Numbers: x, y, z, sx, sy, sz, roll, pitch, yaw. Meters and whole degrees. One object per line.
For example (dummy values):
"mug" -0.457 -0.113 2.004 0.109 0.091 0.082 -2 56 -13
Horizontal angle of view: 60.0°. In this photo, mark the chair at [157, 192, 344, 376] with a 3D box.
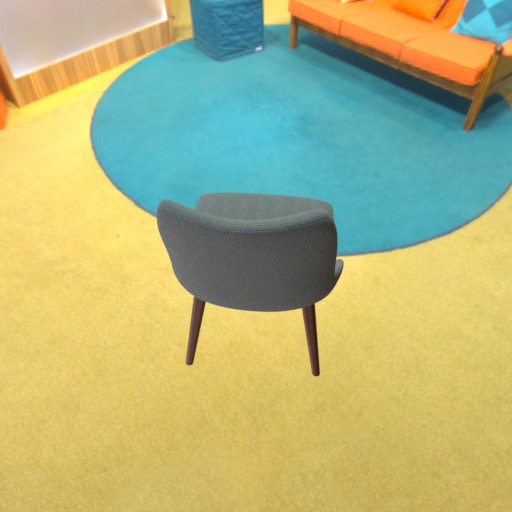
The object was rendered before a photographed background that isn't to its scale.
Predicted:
"chair" 0.000 0.000 1.358 0.535 0.918 0.707 5 48 4
